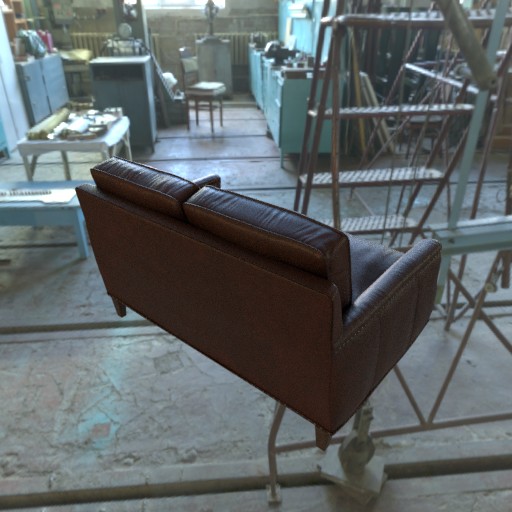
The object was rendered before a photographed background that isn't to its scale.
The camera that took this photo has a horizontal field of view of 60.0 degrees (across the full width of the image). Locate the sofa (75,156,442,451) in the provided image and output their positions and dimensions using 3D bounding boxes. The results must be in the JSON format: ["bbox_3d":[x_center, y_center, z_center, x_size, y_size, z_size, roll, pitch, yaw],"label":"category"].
[{"bbox_3d":[0.000,0.000,2.330,1.628,1.003,1.083,22,37,34],"label":"sofa"}]
